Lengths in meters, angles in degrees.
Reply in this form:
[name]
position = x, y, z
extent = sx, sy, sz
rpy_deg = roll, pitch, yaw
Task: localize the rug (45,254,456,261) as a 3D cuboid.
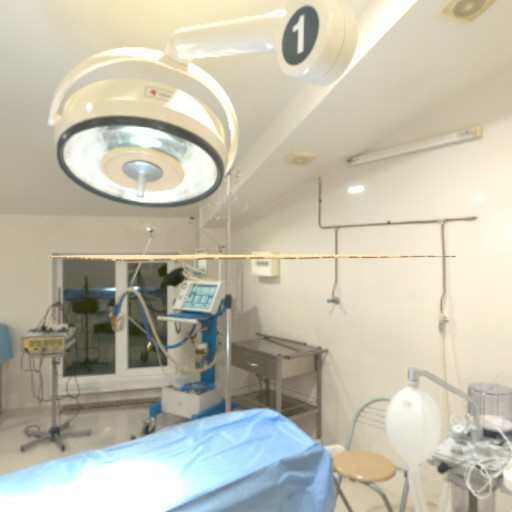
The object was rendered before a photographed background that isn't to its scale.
[rug]
position = 0.000, 0.000, 2.247
extent = 1.761, 0.013, 1.152
rpy_deg = 0, 1, -36
